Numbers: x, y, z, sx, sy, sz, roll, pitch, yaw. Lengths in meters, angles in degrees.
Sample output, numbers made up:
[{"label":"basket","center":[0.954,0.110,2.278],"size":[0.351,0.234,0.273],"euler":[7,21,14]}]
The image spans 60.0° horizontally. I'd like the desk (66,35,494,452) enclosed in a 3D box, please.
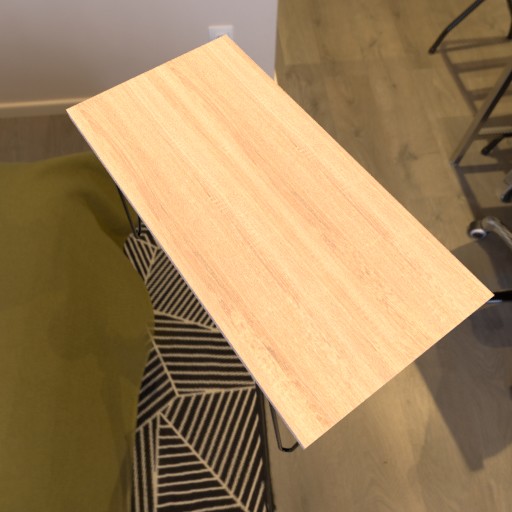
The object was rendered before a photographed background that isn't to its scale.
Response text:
[{"label":"desk","center":[0.000,0.000,1.324],"size":[0.499,0.660,0.991],"euler":[-33,68,-15]}]
